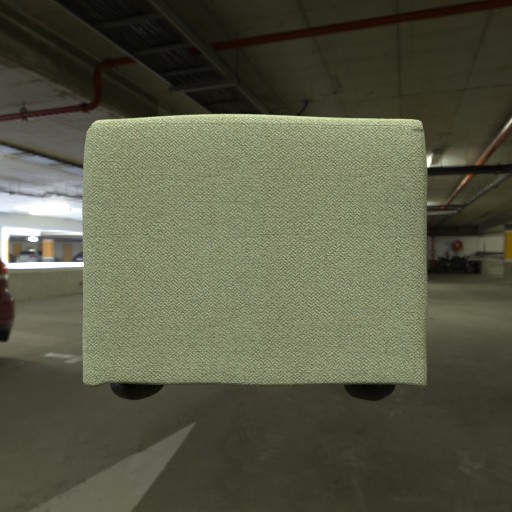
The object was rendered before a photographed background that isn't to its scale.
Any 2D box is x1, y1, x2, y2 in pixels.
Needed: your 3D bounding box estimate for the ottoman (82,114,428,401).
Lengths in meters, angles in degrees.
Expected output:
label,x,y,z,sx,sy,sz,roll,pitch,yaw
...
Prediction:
label,x,y,z,sx,sy,sz,roll,pitch,yaw
ottoman,0.000,0.000,0.892,0.512,0.453,0.521,0,0,1
